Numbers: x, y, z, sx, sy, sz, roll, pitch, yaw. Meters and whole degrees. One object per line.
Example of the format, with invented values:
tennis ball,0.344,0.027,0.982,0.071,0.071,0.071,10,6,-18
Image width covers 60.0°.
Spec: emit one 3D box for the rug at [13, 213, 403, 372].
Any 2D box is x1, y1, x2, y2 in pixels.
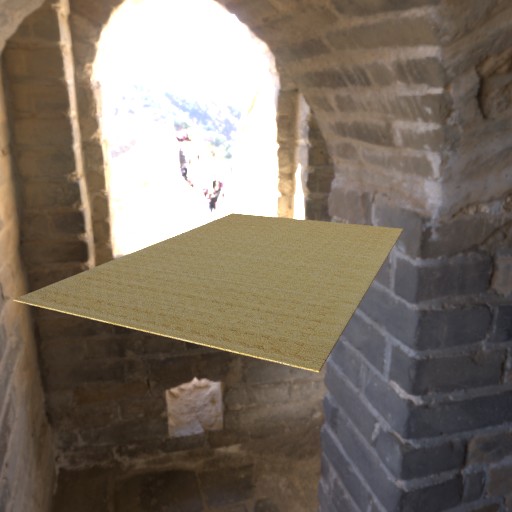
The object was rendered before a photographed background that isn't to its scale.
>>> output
rug,0.000,0.000,2.823,1.524,0.006,2.286,8,19,23
